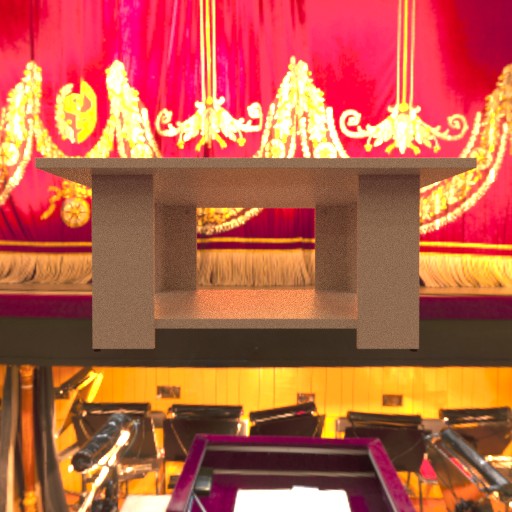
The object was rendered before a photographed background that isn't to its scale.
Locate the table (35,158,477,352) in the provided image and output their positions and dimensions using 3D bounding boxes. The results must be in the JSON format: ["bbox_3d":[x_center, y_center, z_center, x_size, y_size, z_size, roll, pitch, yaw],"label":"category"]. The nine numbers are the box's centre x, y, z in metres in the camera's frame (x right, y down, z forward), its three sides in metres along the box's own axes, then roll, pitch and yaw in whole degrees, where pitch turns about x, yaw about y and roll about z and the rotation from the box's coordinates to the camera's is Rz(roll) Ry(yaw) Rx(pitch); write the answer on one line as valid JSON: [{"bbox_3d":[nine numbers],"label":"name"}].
[{"bbox_3d":[0.000,0.000,1.009,0.670,0.305,0.670,0,1,0],"label":"table"}]
